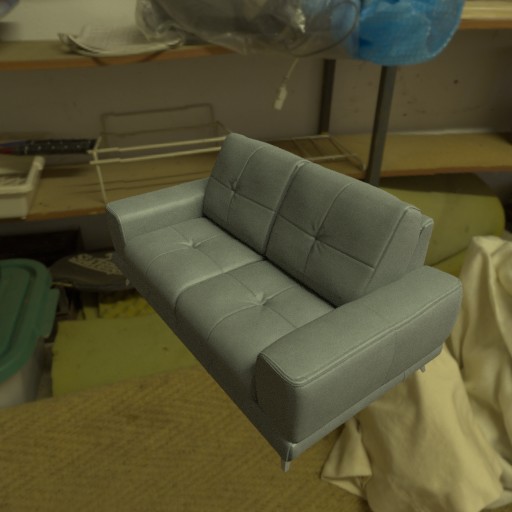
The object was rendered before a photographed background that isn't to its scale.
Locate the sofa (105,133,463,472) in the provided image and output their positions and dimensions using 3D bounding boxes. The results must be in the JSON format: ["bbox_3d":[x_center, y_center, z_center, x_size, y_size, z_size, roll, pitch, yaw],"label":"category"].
[{"bbox_3d":[0.000,0.000,2.339,1.018,0.907,1.806,-21,37,-30],"label":"sofa"}]
